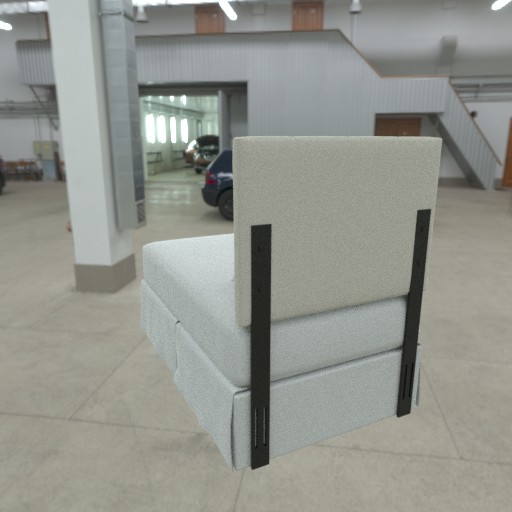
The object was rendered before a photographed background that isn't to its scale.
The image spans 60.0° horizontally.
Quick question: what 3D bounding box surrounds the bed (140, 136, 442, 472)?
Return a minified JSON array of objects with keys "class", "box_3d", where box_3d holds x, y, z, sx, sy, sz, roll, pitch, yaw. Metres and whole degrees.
[{"class":"bed","box_3d":[0.000,0.000,3.031,1.261,1.571,1.997,-7,16,-26]}]
